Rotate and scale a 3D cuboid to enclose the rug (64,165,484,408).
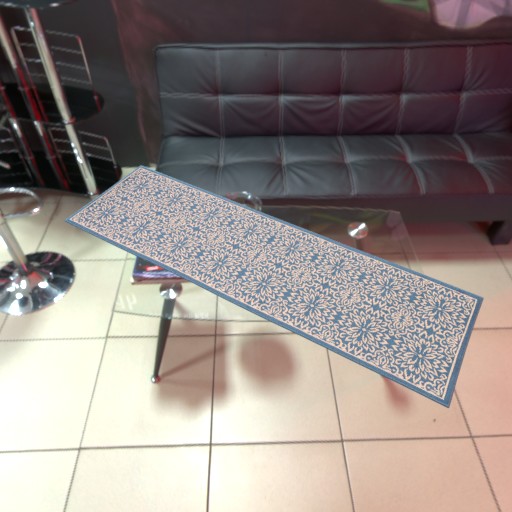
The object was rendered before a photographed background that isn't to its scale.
[{"bbox_3d":[0.000,0.000,2.361,2.196,0.011,0.662,23,50,21],"label":"rug"}]
